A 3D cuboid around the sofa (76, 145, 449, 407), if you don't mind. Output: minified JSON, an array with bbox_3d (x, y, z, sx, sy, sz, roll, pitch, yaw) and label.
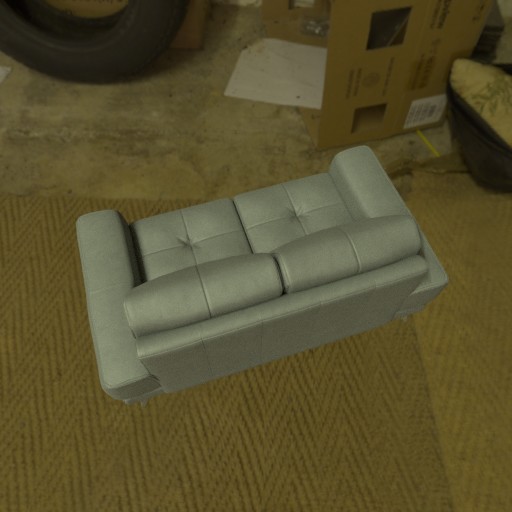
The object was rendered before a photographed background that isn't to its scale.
[{"bbox_3d":[0.000,0.000,2.414,1.806,0.907,1.018,-16,60,-9],"label":"sofa"}]
